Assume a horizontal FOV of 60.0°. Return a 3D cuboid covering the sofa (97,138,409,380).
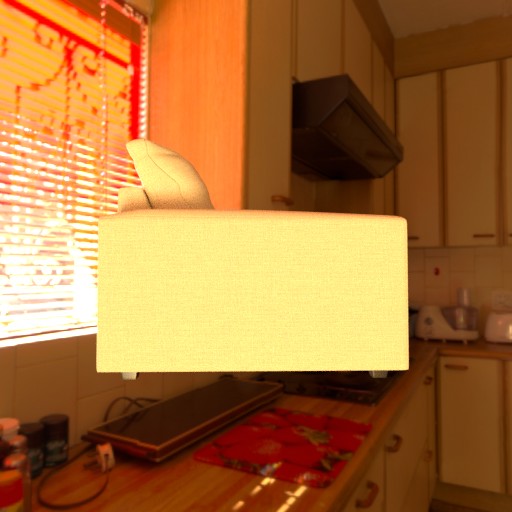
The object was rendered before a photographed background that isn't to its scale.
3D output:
[{"bbox_3d":[0.000,0.000,2.330,1.091,0.875,1.754,0,-2,-2],"label":"sofa"}]
